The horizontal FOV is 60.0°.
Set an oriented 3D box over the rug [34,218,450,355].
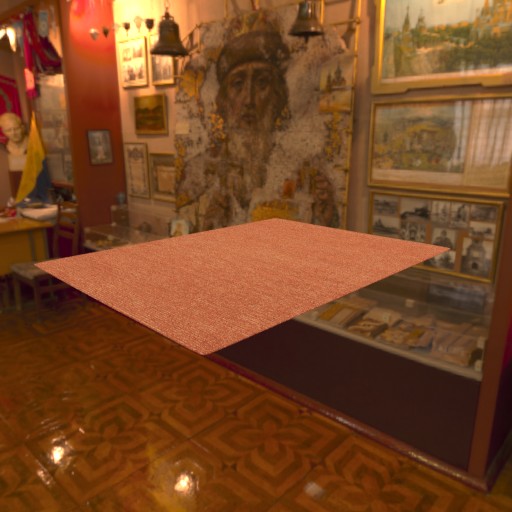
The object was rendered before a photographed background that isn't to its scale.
[{"bbox_3d":[0.000,0.000,2.777,1.594,0.009,2.112,15,21,43],"label":"rug"}]
